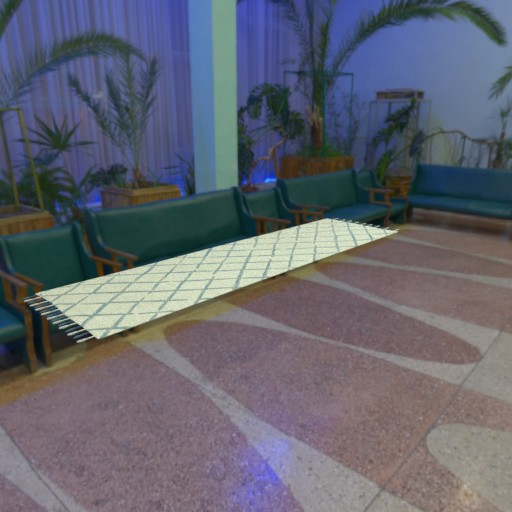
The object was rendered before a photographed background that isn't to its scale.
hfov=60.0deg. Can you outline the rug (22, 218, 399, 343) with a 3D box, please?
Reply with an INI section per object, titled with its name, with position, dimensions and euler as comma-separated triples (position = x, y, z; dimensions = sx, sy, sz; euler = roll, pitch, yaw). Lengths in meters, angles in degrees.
[rug]
position = 0.000, 0.000, 2.570
dimensions = 0.620, 0.008, 2.372
euler = 16, 23, 42
